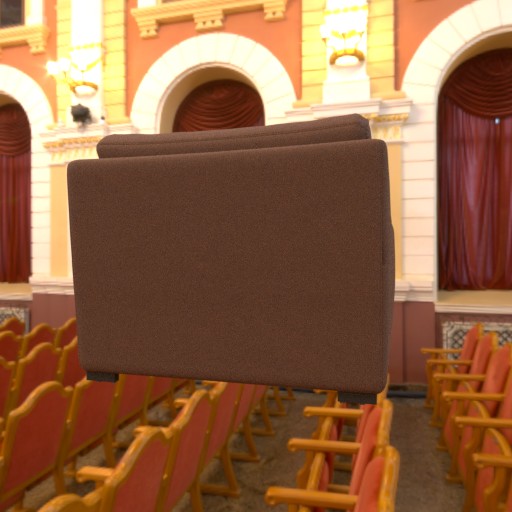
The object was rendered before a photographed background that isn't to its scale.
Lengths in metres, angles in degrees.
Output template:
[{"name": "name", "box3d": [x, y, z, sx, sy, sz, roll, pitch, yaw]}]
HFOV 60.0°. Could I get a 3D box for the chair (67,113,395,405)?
[{"name": "chair", "box3d": [0.000, 0.000, 1.963, 1.168, 0.940, 1.143, 0, 0, 16]}]
